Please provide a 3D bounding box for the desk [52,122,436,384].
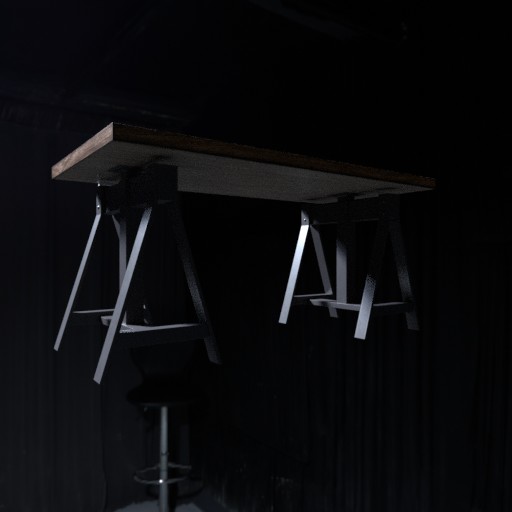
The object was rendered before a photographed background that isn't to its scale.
[{"bbox_3d":[0.000,0.000,1.960,1.543,0.725,0.784,0,0,-36],"label":"desk"}]
